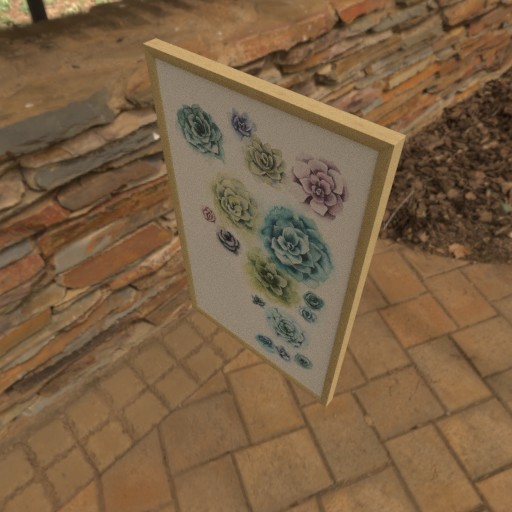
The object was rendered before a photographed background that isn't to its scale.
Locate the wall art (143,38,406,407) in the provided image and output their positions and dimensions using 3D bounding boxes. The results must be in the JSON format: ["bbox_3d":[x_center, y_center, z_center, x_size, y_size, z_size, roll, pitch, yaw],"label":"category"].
[{"bbox_3d":[0.000,0.000,0.997,0.510,0.810,0.039,32,55,26],"label":"wall art"}]
